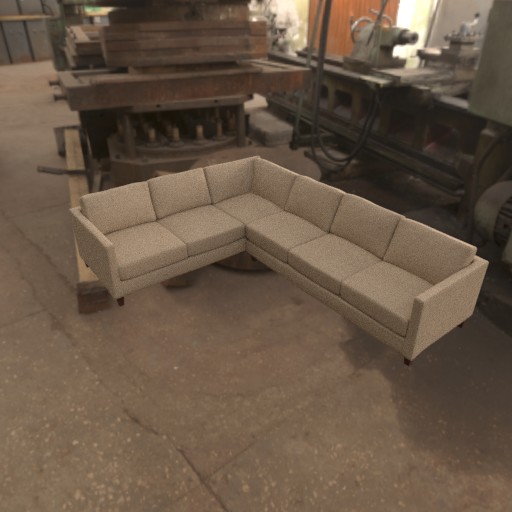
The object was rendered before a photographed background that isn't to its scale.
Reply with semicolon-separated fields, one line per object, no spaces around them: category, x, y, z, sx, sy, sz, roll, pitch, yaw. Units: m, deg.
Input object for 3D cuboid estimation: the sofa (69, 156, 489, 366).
sofa;0.000;0.000;4.214;2.432;0.863;3.182;-21;37;-32
